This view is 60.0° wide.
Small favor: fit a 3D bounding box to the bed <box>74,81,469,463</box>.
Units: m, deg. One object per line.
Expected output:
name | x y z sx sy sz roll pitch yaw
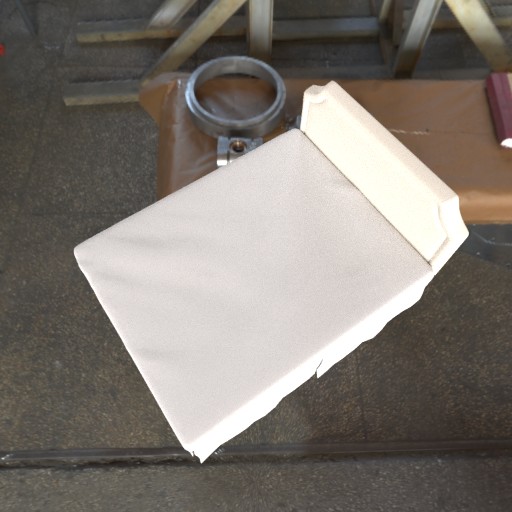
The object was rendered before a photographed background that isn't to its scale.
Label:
bed | 0.000 0.000 3.568 2.498 1.293 1.977 -32 67 -15
